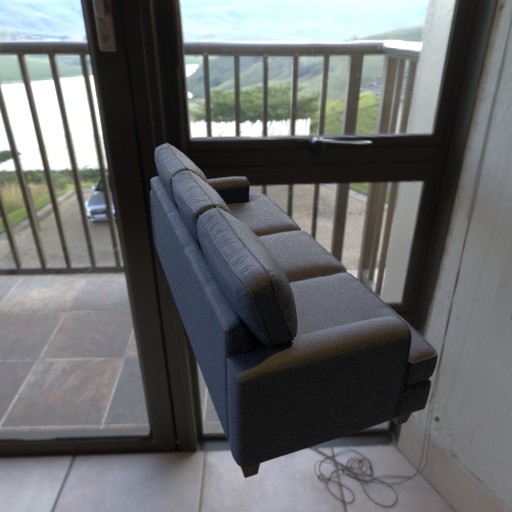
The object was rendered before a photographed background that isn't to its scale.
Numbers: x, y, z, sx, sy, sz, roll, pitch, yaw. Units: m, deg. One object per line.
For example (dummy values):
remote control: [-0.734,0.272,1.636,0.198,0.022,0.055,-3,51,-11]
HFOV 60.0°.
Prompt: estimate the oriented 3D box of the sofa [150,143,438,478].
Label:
sofa: [0.000,0.000,2.639,0.951,0.965,2.158,-10,30,-18]
